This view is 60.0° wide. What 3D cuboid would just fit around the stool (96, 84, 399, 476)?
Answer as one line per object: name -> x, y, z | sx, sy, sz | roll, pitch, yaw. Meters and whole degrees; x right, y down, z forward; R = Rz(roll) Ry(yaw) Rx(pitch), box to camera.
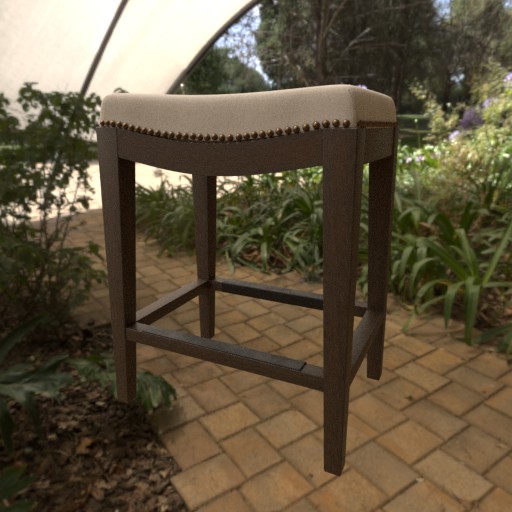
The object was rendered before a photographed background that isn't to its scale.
stool -> 0.000, 0.000, 0.931 | 0.500, 0.642, 0.361 | 8, 18, 25
